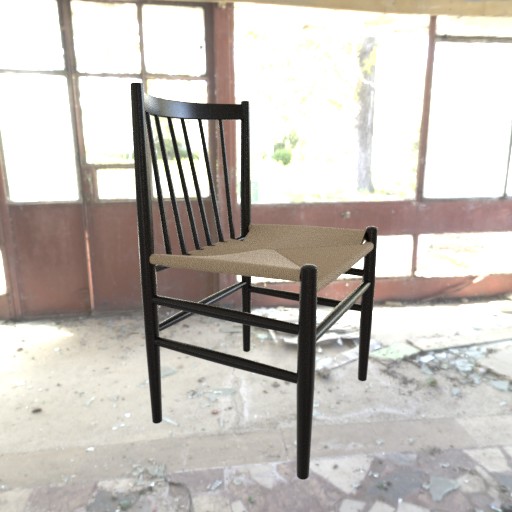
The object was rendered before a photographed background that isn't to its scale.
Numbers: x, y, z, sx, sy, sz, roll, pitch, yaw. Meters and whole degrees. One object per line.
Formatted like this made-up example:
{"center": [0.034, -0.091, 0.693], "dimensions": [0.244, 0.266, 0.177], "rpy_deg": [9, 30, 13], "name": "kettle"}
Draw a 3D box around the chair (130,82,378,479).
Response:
{"center": [0.000, 0.000, 1.155], "dimensions": [0.516, 0.818, 0.495], "rpy_deg": [8, 16, 28], "name": "chair"}
